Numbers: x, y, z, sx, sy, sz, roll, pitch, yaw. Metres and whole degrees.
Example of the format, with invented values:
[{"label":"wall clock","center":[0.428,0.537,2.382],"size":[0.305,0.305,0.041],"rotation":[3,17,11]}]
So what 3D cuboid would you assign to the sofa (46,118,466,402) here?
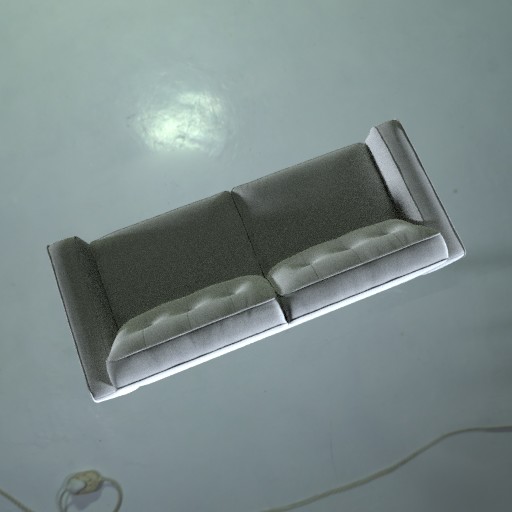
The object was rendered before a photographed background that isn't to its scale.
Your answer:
[{"label":"sofa","center":[0.000,0.000,2.711],"size":[2.270,0.781,0.956],"rotation":[-21,78,-5]}]
